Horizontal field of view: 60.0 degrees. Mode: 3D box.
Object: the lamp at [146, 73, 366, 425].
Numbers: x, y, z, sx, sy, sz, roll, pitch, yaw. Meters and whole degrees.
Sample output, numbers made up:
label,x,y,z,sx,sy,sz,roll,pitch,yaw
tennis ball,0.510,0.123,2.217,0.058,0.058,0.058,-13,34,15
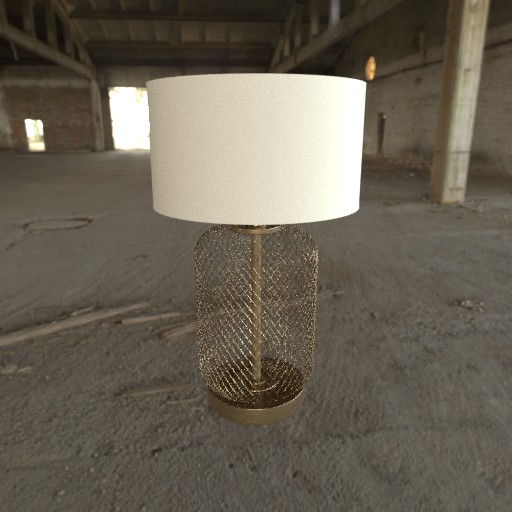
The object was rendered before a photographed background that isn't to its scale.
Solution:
label,x,y,z,sx,sy,sz,roll,pitch,yaw
lamp,0.000,0.000,0.805,0.353,0.578,0.353,0,16,0
